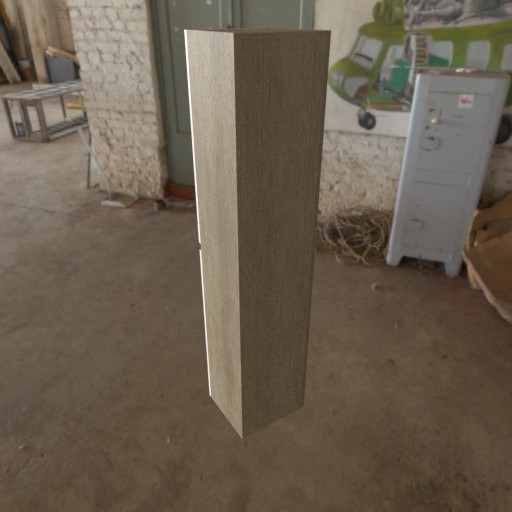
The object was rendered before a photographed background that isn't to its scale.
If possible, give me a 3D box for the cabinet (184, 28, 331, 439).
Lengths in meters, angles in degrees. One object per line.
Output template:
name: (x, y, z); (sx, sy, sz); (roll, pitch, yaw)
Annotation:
cabinet: (0.000, 0.000, 1.540); (0.300, 1.400, 0.270); (-17, 33, -28)
